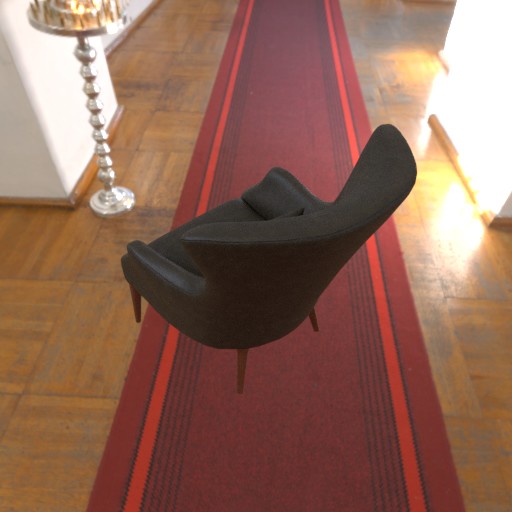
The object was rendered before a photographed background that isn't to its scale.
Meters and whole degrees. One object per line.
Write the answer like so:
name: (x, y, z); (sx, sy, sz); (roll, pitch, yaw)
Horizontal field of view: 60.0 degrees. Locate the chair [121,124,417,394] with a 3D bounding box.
chair: (0.000, 0.000, 1.697); (0.819, 1.068, 0.954); (-32, 54, -28)
